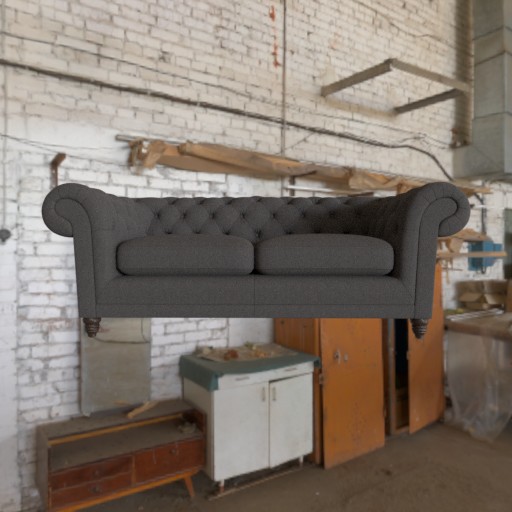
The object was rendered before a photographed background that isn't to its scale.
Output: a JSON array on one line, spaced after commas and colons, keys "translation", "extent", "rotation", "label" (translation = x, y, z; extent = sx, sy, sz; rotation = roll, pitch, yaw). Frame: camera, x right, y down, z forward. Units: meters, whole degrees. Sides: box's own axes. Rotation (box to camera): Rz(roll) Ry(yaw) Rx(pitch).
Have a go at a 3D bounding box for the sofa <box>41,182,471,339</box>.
[{"translation": [0.000, 0.000, 2.521], "extent": [1.998, 0.764, 0.986], "rotation": [0, 1, 1], "label": "sofa"}]
